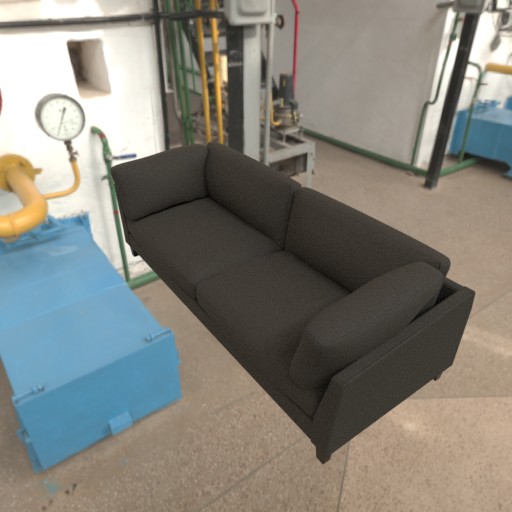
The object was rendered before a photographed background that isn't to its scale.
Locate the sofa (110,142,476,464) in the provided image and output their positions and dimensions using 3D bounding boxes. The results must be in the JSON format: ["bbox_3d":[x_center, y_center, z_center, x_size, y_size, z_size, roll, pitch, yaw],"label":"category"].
[{"bbox_3d":[0.000,0.000,2.736,0.969,0.792,2.312,-21,38,-30],"label":"sofa"}]
